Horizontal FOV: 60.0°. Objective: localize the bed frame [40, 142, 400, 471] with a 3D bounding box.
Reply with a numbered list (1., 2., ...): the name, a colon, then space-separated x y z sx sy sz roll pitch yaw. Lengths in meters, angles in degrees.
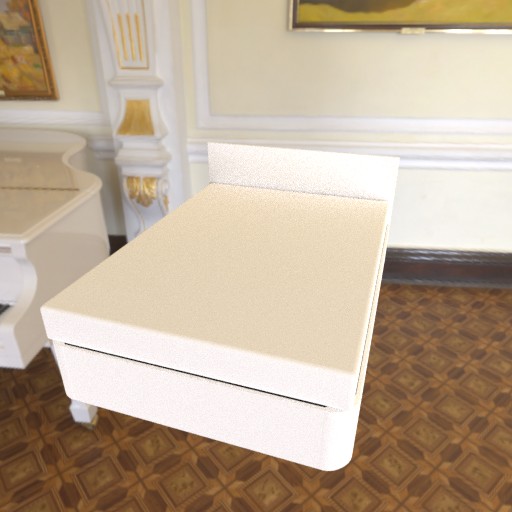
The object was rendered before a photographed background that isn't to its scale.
1. bed frame: 0.000 0.000 2.552 1.400 0.800 1.900 9 28 16
